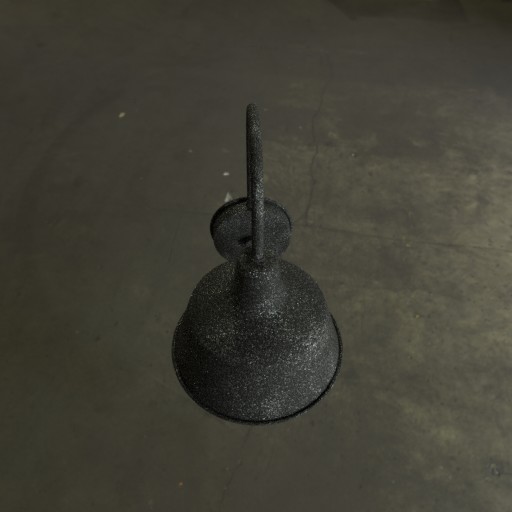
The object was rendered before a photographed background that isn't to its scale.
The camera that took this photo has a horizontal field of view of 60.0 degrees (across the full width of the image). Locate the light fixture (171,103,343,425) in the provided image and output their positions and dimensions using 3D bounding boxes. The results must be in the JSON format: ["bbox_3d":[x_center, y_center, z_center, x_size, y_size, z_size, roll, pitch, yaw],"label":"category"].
[{"bbox_3d":[0.000,0.000,0.497,0.216,0.300,0.283,-2,47,-2],"label":"light fixture"}]
